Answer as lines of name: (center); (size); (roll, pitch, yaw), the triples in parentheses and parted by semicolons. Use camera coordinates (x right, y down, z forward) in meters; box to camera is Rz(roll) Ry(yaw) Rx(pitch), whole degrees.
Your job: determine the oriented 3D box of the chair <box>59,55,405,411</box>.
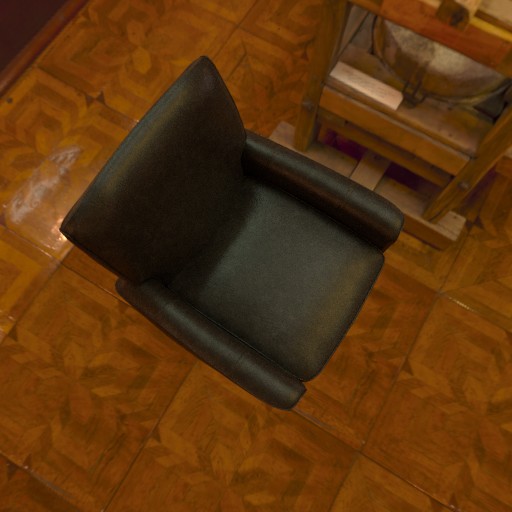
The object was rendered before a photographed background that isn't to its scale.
chair: (0.000, 0.000, 1.646); (0.864, 1.014, 0.848); (32, 77, 8)
